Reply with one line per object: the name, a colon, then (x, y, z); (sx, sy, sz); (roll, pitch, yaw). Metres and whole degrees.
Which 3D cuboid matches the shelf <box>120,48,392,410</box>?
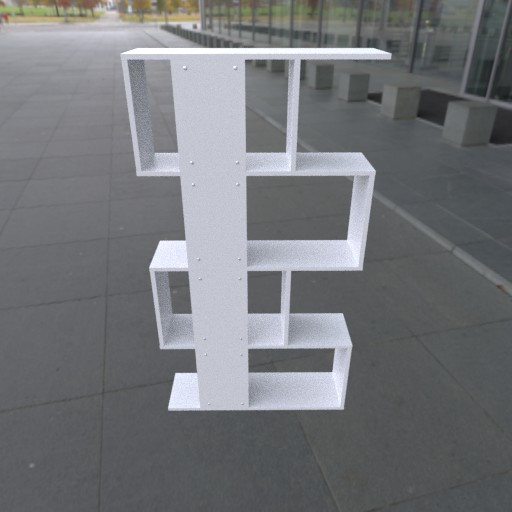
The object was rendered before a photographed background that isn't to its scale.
shelf: (0.000, 0.000, 1.959); (0.890, 1.650, 0.250); (0, 29, 0)
